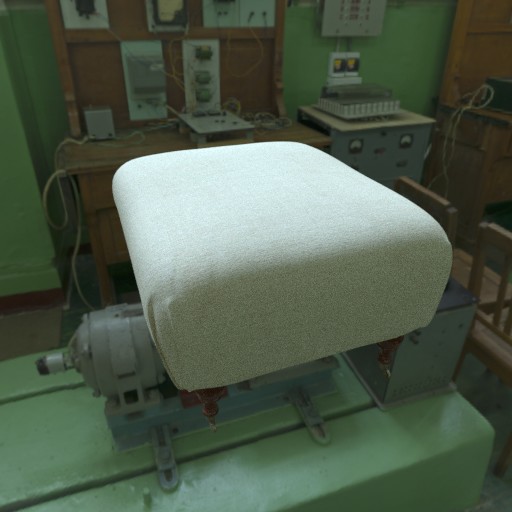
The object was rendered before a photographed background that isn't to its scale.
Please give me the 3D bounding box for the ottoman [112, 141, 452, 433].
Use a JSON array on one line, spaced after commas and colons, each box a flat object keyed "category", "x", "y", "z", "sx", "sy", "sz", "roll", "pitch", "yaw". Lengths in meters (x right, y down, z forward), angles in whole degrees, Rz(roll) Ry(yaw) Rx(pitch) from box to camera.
[{"category": "ottoman", "x": 0.000, "y": 0.000, "z": 1.130, "sx": 0.622, "sy": 0.450, "sz": 0.747, "roll": -11, "pitch": 32, "yaw": -18}]
